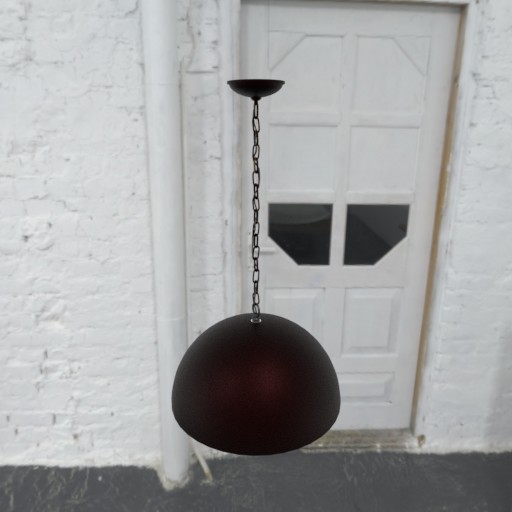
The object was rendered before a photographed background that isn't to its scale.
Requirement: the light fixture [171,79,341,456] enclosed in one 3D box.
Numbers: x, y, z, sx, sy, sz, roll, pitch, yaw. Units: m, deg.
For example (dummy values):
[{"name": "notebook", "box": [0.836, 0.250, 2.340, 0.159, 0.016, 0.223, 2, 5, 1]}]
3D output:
[{"name": "light fixture", "box": [0.000, 0.000, 1.184, 0.492, 0.869, 0.492, -8, 19, -24]}]
